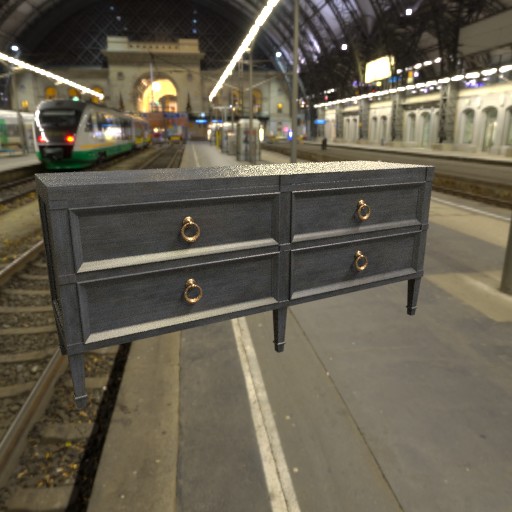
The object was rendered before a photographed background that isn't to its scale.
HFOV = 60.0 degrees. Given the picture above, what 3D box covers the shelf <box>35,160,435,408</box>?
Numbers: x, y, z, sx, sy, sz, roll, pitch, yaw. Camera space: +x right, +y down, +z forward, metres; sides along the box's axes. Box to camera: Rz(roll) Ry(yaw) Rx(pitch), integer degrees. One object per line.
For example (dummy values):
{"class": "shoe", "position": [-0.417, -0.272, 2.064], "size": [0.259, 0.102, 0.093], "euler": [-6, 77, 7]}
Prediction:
{"class": "shelf", "position": [0.000, 0.000, 1.877], "size": [1.575, 0.719, 0.479], "euler": [-9, 18, -28]}
